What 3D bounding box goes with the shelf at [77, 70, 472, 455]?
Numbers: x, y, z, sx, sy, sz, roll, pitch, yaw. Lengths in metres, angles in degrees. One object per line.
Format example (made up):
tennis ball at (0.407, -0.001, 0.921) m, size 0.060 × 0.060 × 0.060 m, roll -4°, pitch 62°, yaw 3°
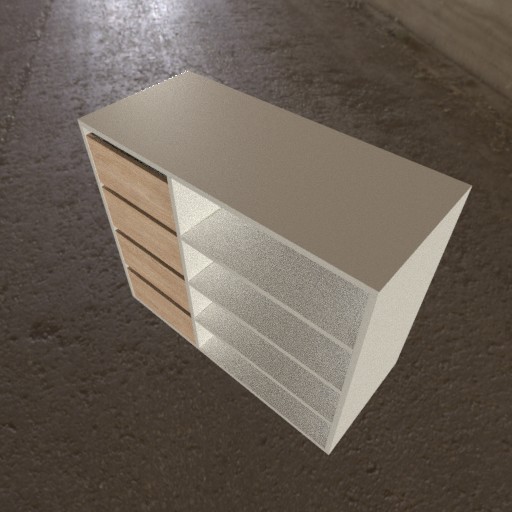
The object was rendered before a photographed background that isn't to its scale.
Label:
shelf at (0.000, 0.000, 1.321) m, size 0.895 × 0.732 × 0.396 m, roll 32°, pitch 54°, yaw 27°
